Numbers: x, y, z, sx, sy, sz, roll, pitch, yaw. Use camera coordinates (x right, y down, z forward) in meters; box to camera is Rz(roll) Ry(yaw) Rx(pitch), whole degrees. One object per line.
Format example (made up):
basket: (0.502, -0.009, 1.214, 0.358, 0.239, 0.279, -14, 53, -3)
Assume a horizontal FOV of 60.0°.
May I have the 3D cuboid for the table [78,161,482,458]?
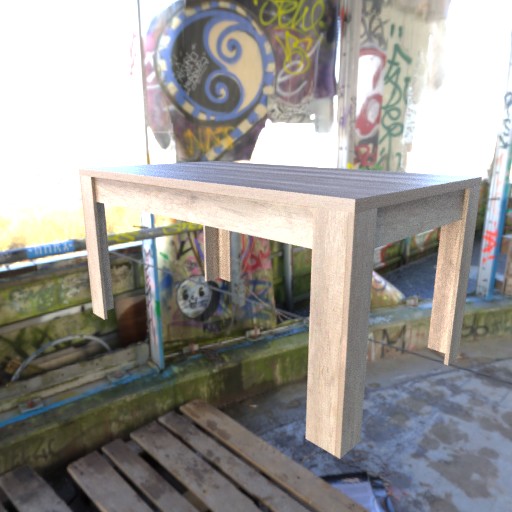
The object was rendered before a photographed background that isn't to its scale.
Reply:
table: (0.000, 0.000, 2.071, 1.600, 0.775, 0.900, 15, 21, 43)
